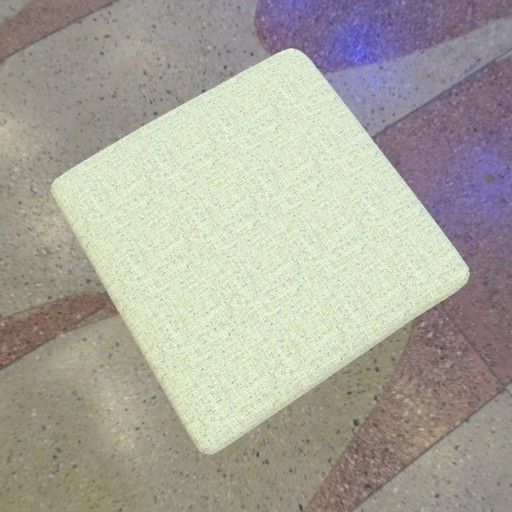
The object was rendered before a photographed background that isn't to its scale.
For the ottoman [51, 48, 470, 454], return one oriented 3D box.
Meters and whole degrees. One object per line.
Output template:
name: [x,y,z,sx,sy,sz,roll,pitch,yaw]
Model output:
ottoman: [0.000,0.000,0.902,0.512,0.453,0.521,-32,79,-7]
